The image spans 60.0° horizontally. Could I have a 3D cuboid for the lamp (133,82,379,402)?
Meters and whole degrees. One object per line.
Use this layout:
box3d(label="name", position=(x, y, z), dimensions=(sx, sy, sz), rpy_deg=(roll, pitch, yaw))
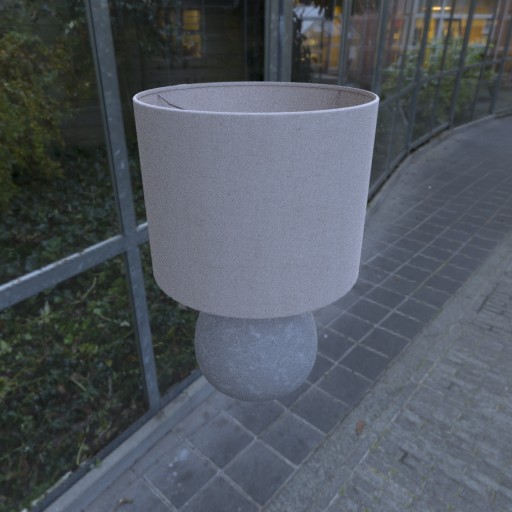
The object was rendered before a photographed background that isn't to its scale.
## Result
box3d(label="lamp", position=(0.000, 0.000, 0.590), dimensions=(0.269, 0.409, 0.269), rpy_deg=(-18, 32, -31))
